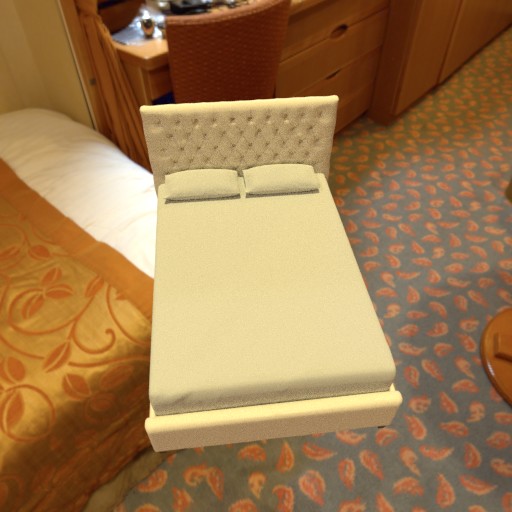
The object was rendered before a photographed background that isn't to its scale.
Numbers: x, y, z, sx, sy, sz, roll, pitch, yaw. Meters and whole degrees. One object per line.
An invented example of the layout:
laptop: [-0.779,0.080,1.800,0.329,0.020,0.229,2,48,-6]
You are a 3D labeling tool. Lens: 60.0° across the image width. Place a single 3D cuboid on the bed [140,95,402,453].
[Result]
bed: [0.000,0.000,3.470,1.698,1.427,2.387,-5,46,-5]
